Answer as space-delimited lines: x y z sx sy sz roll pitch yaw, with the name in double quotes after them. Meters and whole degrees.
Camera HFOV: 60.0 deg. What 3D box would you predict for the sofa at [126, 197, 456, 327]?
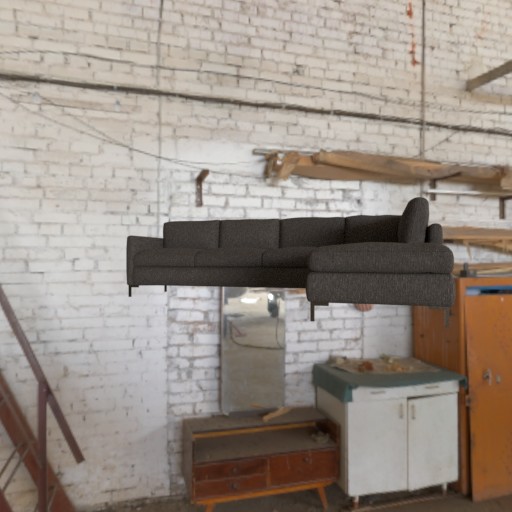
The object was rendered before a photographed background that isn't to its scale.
0.000 0.000 3.809 2.949 0.815 2.007 0 -1 18 "sofa"
